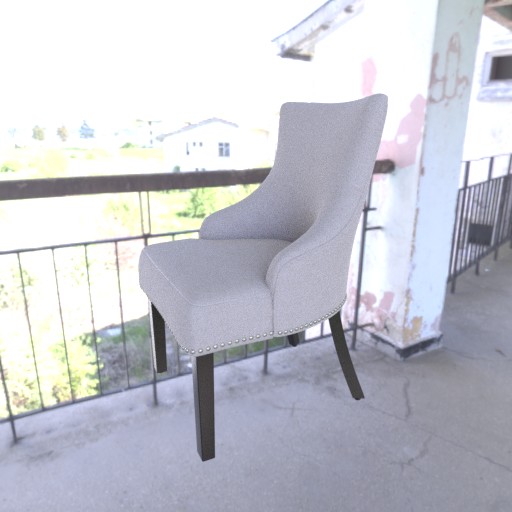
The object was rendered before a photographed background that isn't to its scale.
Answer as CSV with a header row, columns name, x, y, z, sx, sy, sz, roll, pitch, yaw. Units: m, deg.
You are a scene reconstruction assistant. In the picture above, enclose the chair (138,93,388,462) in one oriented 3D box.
name,x,y,z,sx,sy,sz,roll,pitch,yaw
chair,0.000,0.000,1.336,0.629,0.909,0.566,-8,18,-25
